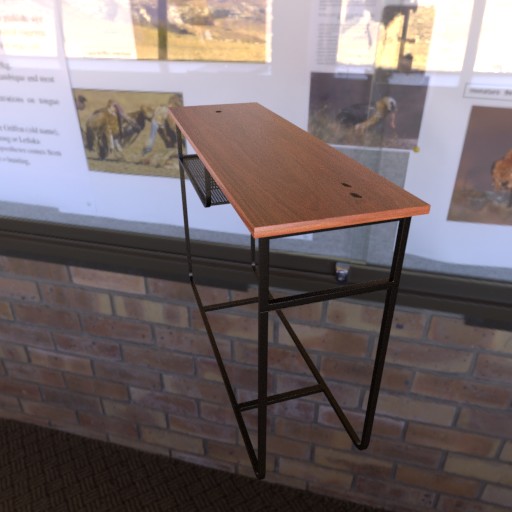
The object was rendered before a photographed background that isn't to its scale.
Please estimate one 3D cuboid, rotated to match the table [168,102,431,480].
[{"bbox_3d":[0.000,0.000,1.434,0.350,0.750,1.100,-9,30,-15],"label":"table"}]
